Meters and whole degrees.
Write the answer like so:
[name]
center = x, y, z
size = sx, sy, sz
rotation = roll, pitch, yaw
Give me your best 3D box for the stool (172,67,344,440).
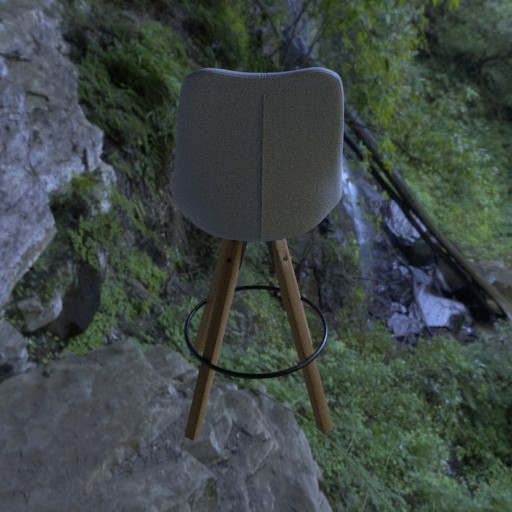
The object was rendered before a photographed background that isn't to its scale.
[stool]
center = 0.000, 0.000, 1.325
size = 0.484, 1.115, 0.550
rotation = -2, 31, -3
